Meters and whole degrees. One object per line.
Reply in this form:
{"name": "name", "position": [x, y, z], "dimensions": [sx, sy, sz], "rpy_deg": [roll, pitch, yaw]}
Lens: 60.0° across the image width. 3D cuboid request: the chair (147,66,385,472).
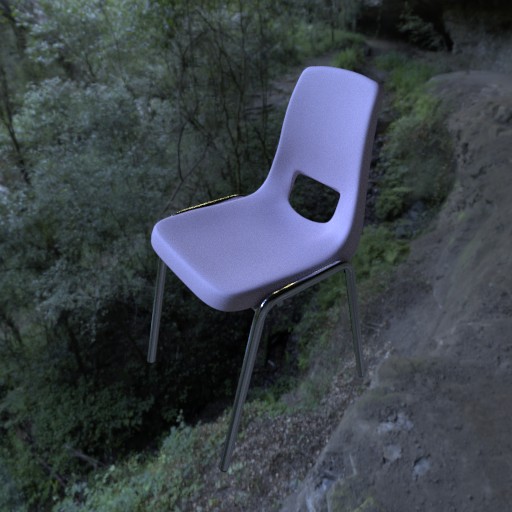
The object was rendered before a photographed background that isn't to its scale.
{"name": "chair", "position": [0.000, 0.000, 0.947], "dimensions": [0.436, 0.704, 0.381], "rpy_deg": [-21, 39, -29]}
